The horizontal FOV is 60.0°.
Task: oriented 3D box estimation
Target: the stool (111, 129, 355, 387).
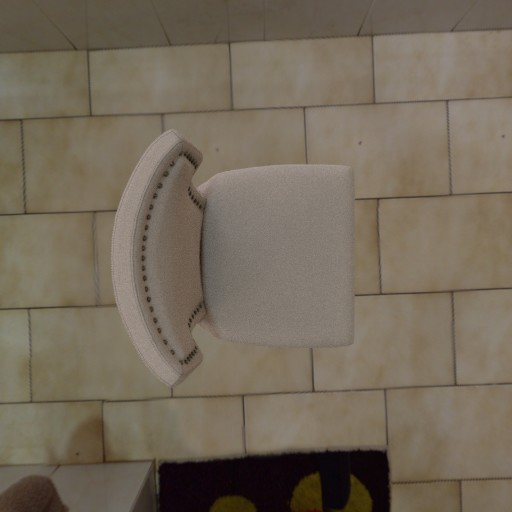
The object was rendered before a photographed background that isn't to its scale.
[{"bbox_3d":[0.000,0.000,1.396,0.563,1.092,0.526,0,91,0],"label":"stool"}]
